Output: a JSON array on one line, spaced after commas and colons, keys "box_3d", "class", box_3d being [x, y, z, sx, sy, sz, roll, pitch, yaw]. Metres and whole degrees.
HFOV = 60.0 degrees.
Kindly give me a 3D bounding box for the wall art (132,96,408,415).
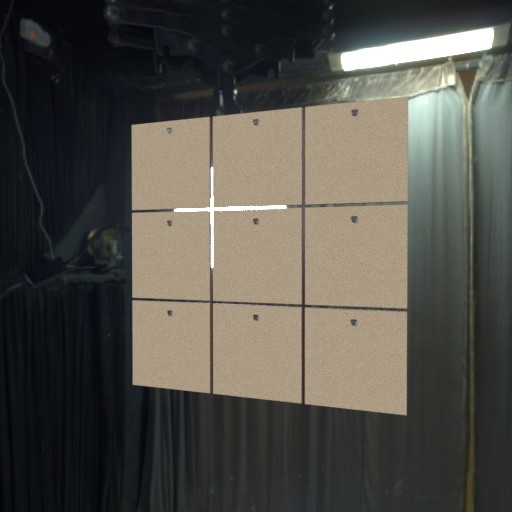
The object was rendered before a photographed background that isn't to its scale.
[{"box_3d": [0.000, 0.000, 1.402, 0.906, 0.904, 0.018, 0, 1, 18], "class": "wall art"}]
